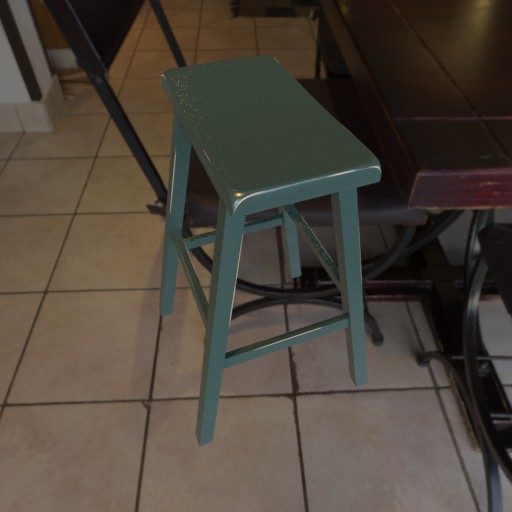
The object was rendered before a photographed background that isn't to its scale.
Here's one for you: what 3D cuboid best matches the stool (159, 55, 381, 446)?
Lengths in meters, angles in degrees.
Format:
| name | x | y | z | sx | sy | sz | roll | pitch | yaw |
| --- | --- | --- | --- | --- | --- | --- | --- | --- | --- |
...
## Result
| name | x | y | z | sx | sy | sz | roll | pitch | yaw |
| --- | --- | --- | --- | --- | --- | --- | --- | --- | --- |
| stool | 0.000 | 0.000 | 1.039 | 0.476 | 0.737 | 0.457 | -15 | 48 | -15 |
